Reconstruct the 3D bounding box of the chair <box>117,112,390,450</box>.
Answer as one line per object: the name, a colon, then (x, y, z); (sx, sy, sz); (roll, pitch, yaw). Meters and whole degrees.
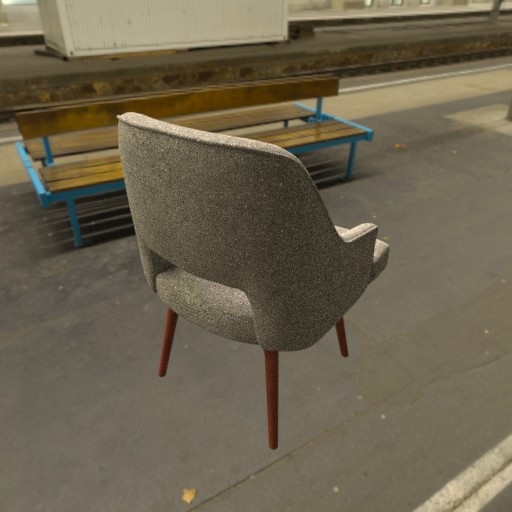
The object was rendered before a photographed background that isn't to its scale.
chair: (0.000, 0.000, 1.282); (0.608, 0.875, 0.629); (21, 38, 30)
